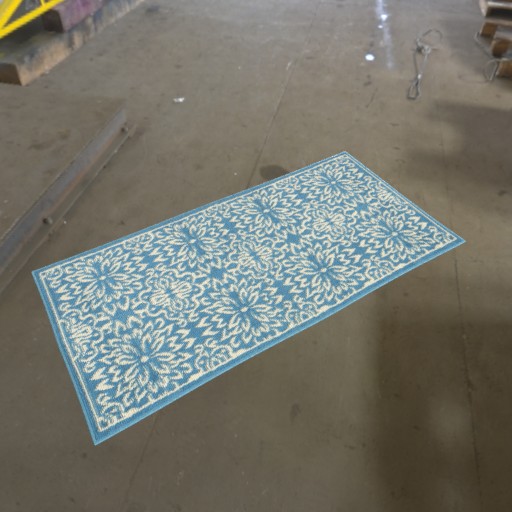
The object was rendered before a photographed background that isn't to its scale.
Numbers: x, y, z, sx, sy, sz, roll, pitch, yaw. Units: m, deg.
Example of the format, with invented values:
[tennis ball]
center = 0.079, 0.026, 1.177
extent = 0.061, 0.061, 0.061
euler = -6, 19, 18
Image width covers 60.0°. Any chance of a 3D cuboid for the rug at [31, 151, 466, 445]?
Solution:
[rug]
center = 0.000, 0.000, 1.378
extent = 1.219, 0.007, 0.604
euler = -24, 51, -21
